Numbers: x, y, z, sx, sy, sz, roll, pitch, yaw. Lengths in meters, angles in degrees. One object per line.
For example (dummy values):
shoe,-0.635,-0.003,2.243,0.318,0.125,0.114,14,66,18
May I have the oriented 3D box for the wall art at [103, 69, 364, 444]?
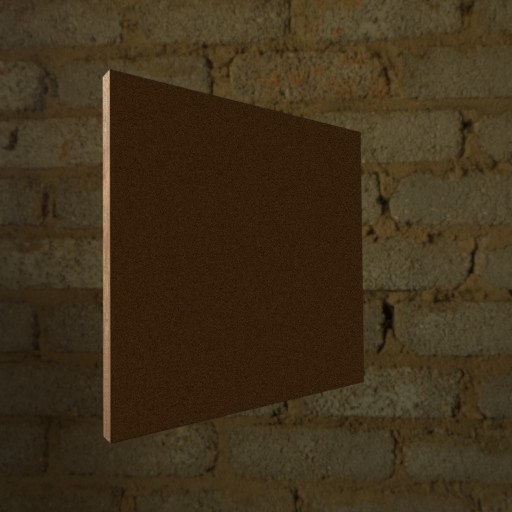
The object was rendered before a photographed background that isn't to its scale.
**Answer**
wall art,0.000,0.000,0.906,0.611,0.608,0.042,1,-1,-36
